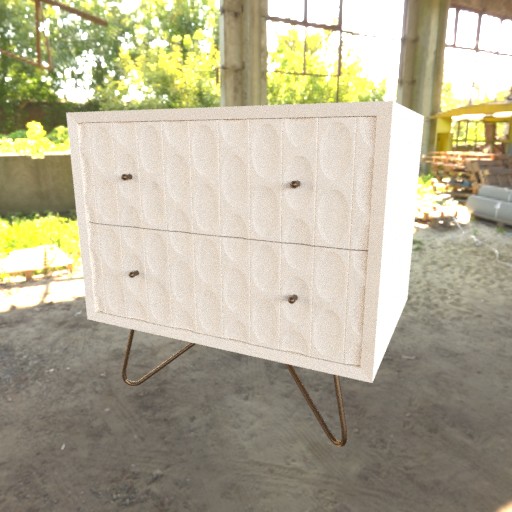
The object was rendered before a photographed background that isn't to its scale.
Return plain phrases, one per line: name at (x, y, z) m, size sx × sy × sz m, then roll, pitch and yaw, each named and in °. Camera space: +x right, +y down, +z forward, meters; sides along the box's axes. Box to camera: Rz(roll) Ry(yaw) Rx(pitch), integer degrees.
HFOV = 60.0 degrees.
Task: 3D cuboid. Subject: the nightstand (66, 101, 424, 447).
nightstand at (0.000, 0.000, 0.991) m, size 0.614 × 0.604 × 0.447 m, roll 7°, pitch 16°, yaw 25°
